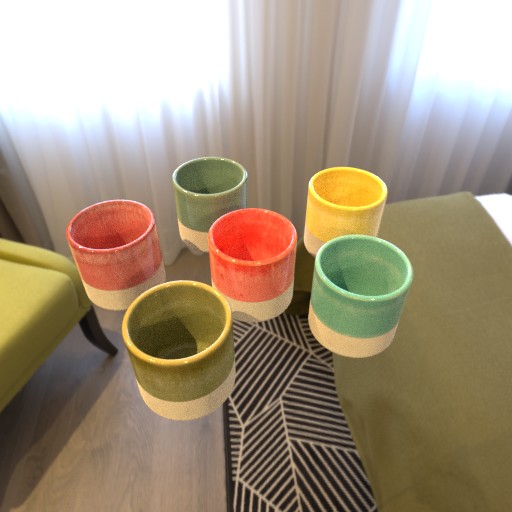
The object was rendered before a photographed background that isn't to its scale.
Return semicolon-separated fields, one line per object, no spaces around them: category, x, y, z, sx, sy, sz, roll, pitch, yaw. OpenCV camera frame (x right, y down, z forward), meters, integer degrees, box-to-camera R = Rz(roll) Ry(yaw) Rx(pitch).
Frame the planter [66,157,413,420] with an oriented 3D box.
planter;0.000;0.000;0.407;0.286;0.075;0.257;-26;48;-26
